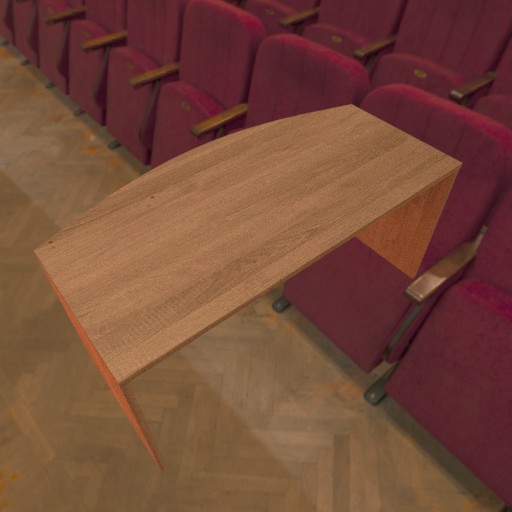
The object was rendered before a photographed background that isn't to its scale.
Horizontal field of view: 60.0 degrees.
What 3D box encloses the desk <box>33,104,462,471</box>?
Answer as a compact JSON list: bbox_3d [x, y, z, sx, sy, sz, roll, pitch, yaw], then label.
[{"bbox_3d":[0.000,0.000,2.024,1.600,0.752,0.802,-31,54,-25],"label":"desk"}]
